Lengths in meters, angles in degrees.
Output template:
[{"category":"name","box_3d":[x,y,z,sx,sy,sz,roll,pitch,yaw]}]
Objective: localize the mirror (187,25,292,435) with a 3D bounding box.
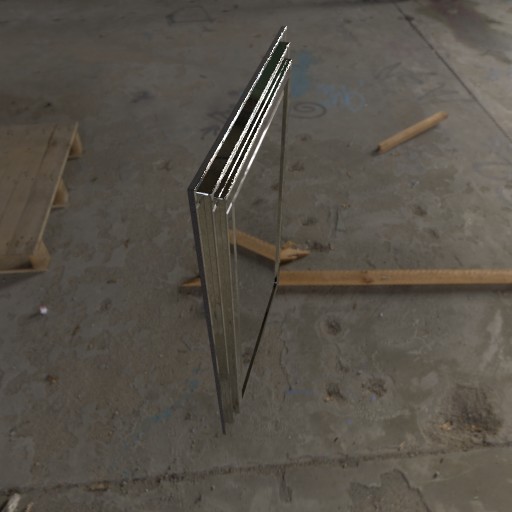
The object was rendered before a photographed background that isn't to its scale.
[{"category":"mirror","box_3d":[0.000,0.000,1.155,0.039,0.914,0.613,11,49,10]}]
